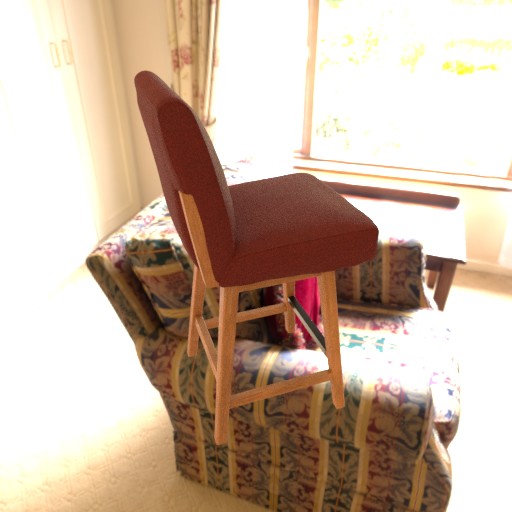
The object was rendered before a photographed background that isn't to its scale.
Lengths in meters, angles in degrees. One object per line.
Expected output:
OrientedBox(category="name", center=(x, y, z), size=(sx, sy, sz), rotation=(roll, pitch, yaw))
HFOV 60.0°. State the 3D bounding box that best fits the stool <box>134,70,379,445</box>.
OrientedBox(category="stool", center=(0.000, 0.000, 1.351), size=(0.562, 1.038, 0.468), rotation=(-10, 32, -17))
